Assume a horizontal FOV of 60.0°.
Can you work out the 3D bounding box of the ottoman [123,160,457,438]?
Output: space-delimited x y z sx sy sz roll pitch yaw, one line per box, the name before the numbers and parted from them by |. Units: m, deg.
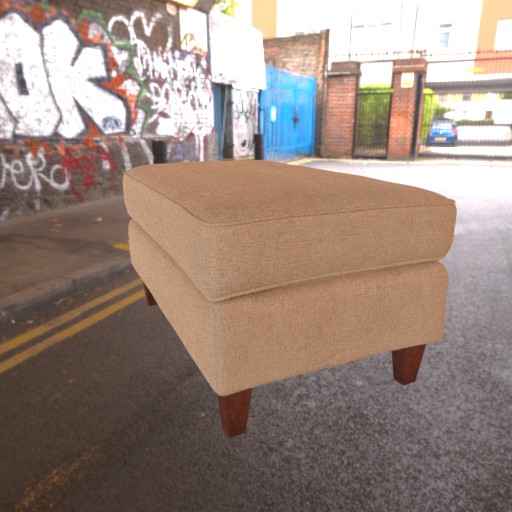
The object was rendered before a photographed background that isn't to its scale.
ottoman | 0.000 0.000 1.237 0.583 0.484 0.862 -8 18 -24
